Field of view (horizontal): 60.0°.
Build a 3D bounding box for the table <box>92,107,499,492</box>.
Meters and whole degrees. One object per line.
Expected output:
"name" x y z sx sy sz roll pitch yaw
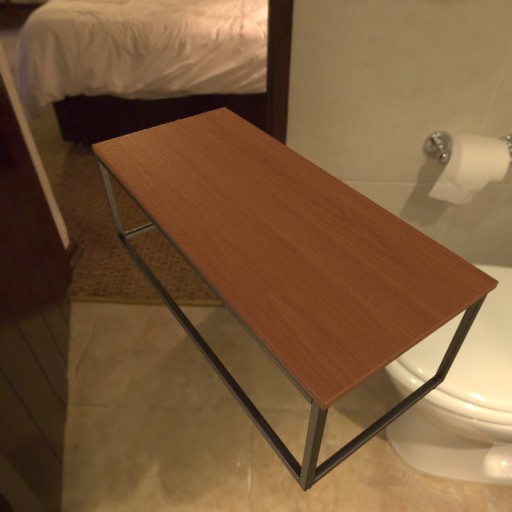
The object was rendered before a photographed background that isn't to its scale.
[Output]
"table" 0.000 0.000 1.309 0.500 0.400 1.100 -25 48 -25
